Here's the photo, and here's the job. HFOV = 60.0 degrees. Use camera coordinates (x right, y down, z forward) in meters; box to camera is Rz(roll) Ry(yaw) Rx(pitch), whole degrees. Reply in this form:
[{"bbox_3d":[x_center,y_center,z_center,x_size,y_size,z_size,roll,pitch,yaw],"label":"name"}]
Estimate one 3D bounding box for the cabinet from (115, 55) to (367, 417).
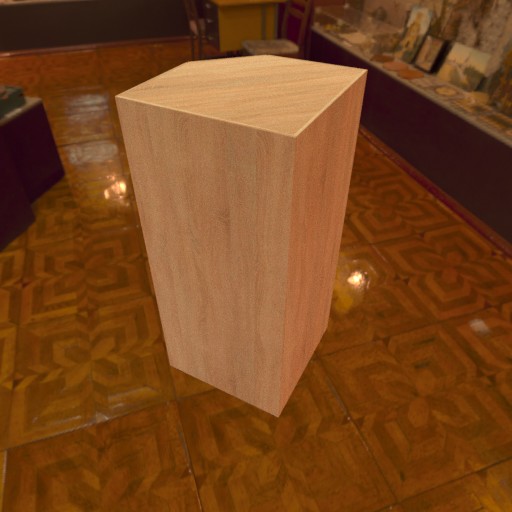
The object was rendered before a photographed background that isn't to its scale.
[{"bbox_3d":[0.000,0.000,2.845,1.327,2.120,1.094,-11,41,-13],"label":"cabinet"}]
